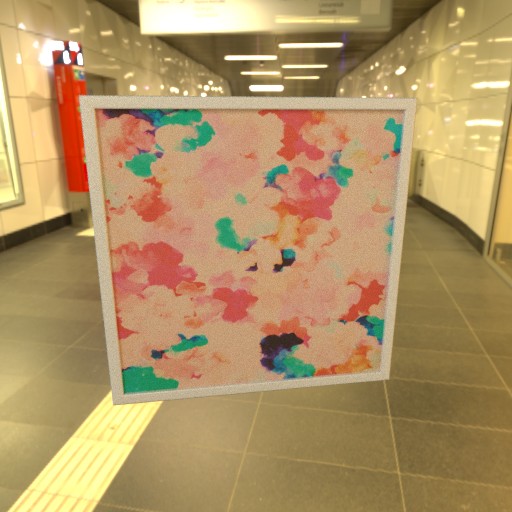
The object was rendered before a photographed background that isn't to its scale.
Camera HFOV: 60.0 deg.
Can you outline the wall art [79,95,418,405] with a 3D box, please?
[{"bbox_3d":[0.000,0.000,0.748,0.506,0.505,0.038,-3,17,-9],"label":"wall art"}]
